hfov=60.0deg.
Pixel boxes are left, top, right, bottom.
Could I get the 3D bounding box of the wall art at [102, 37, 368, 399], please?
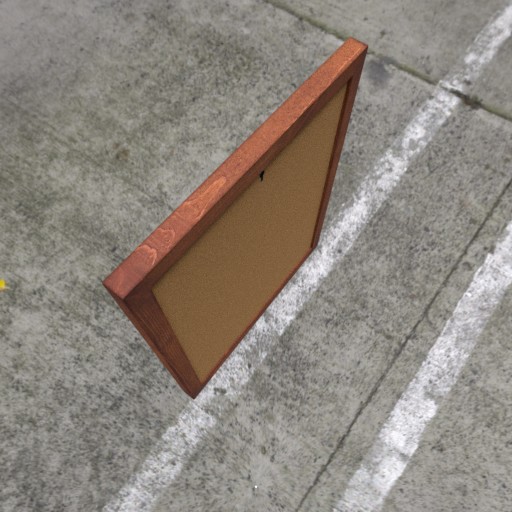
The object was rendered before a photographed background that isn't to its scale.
[{"bbox_3d":[0.000,0.000,0.762,0.030,0.558,0.462,34,68,16],"label":"wall art"}]
